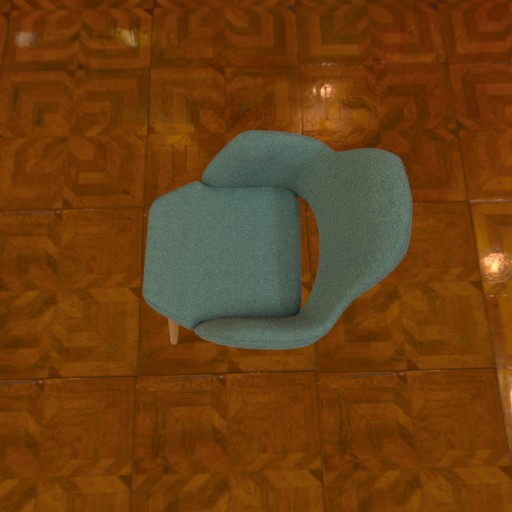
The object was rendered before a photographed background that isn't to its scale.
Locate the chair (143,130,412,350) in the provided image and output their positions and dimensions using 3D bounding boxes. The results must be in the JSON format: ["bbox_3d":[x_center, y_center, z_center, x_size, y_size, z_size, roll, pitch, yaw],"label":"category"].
[{"bbox_3d":[0.000,0.000,1.366,0.666,0.920,0.589,1,74,0],"label":"chair"}]
